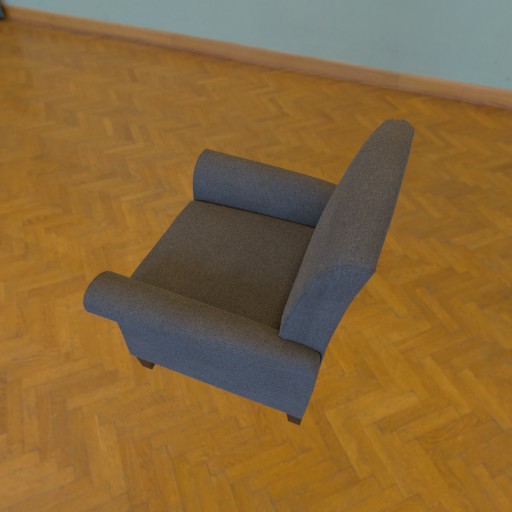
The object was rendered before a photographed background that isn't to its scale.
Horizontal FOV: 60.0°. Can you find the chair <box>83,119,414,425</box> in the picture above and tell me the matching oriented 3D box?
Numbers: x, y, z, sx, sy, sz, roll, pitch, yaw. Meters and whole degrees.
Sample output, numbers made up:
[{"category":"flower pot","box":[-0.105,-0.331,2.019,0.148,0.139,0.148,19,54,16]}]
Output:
[{"category":"chair","box":[0.000,0.000,1.740,0.905,1.061,0.978,16,48,15]}]
